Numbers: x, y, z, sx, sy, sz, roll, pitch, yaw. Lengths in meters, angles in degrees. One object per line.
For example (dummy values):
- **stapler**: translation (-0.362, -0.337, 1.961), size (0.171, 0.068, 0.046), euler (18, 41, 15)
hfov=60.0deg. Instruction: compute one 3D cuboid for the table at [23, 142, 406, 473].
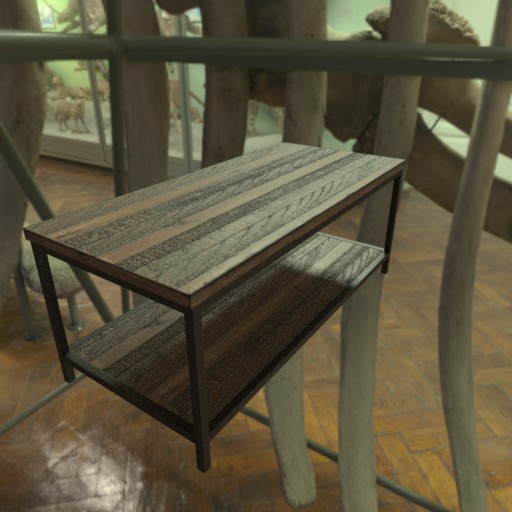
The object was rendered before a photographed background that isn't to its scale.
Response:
- **table**: translation (0.000, 0.000, 1.226), size (0.452, 0.399, 0.990), euler (17, 31, 31)
